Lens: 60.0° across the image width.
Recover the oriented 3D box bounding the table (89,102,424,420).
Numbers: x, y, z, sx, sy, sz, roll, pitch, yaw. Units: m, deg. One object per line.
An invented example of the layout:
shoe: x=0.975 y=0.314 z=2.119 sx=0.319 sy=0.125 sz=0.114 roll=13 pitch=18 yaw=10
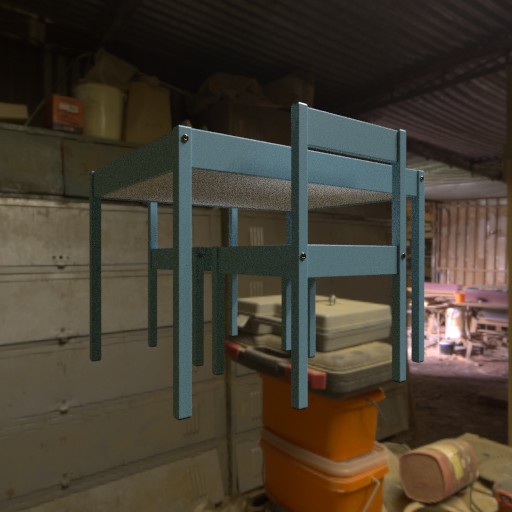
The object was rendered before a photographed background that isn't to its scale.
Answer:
table: x=0.000 y=0.000 z=1.058 sx=0.639 sy=0.503 sz=0.633 roll=0 pitch=0 yaw=-36
